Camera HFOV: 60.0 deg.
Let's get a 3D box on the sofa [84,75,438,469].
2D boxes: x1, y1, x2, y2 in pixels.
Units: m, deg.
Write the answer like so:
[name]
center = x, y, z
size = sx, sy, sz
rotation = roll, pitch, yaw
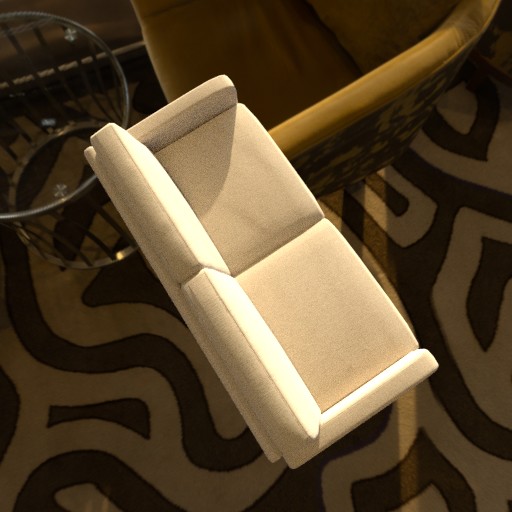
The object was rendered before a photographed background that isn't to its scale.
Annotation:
[sofa]
center = 0.000, 0.000, 2.227
size = 0.894, 0.831, 1.808
rotation = -32, 77, -8
